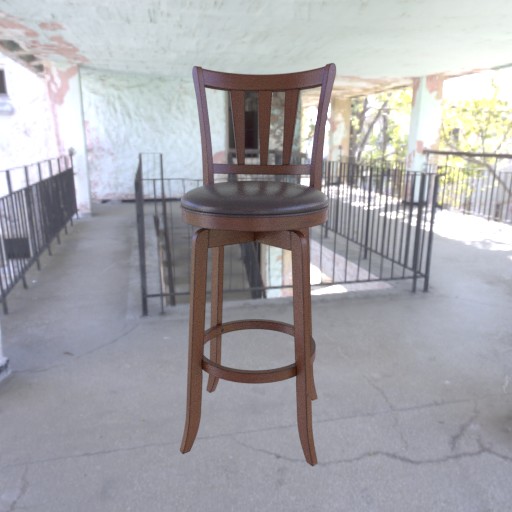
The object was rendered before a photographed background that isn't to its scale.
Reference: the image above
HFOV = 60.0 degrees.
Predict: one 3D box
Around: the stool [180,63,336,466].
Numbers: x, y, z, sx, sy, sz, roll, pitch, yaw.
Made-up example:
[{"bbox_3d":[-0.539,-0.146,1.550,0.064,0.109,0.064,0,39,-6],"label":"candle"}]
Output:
[{"bbox_3d":[0.000,0.000,1.410,0.464,1.177,0.503,2,15,7],"label":"stool"}]
